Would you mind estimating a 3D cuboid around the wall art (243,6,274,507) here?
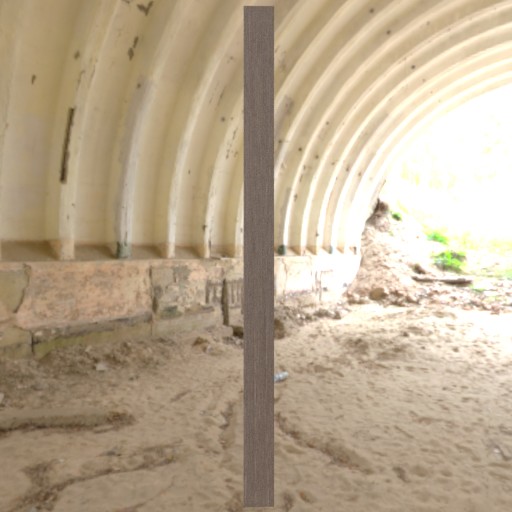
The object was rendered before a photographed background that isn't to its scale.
[{"bbox_3d":[0.000,0.000,0.630,0.032,0.510,0.358,0,1,-1],"label":"wall art"}]
